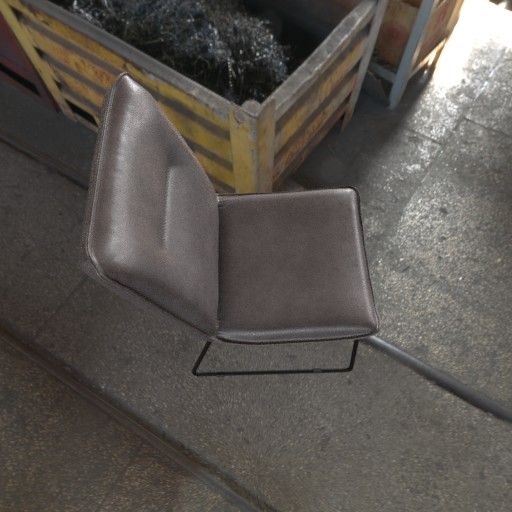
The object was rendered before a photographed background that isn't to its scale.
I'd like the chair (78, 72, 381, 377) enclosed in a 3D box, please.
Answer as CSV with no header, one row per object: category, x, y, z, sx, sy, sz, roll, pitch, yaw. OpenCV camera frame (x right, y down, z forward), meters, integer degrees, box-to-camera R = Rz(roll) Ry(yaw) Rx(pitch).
chair,0.000,0.000,1.309,0.688,0.932,0.515,-2,64,-1
